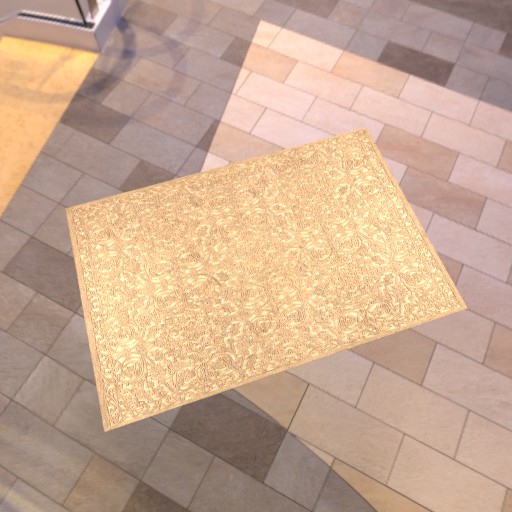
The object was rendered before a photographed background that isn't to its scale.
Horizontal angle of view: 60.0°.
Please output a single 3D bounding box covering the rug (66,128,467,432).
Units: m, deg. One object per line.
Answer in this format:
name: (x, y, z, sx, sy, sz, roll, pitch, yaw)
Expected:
rug: (0.000, 0.000, 2.344, 1.827, 0.006, 1.221, -17, 66, -8)
